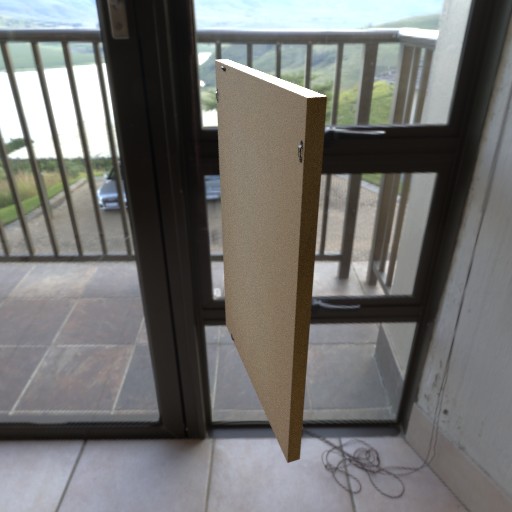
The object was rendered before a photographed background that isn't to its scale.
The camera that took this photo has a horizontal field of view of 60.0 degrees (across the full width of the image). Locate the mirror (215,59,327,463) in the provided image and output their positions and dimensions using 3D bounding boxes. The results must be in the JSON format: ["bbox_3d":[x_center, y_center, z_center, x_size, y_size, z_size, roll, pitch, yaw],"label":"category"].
[{"bbox_3d":[0.000,0.000,1.192,0.040,0.915,0.609,-9,31,-16],"label":"mirror"}]
